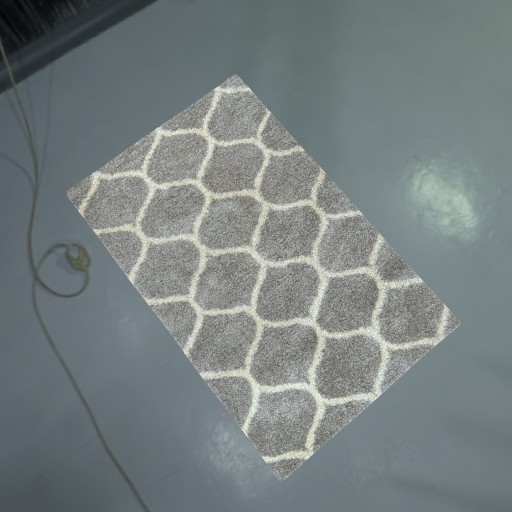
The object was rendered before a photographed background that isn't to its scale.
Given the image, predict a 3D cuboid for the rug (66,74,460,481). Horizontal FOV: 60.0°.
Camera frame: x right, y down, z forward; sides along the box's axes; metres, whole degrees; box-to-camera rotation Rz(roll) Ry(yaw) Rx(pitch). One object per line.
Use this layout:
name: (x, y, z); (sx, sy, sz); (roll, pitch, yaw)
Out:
rug: (0.000, 0.000, 2.956); (1.501, 0.025, 2.348); (-38, 79, -8)
